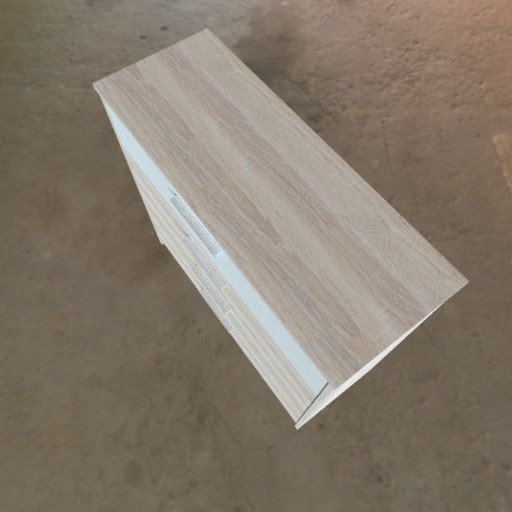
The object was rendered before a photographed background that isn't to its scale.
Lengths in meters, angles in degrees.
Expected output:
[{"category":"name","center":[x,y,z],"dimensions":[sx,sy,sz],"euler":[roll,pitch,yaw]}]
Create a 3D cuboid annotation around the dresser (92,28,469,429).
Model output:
[{"category":"dresser","center":[0.000,0.000,1.451],"dimensions":[0.380,0.900,0.980],"euler":[-34,68,-15]}]
